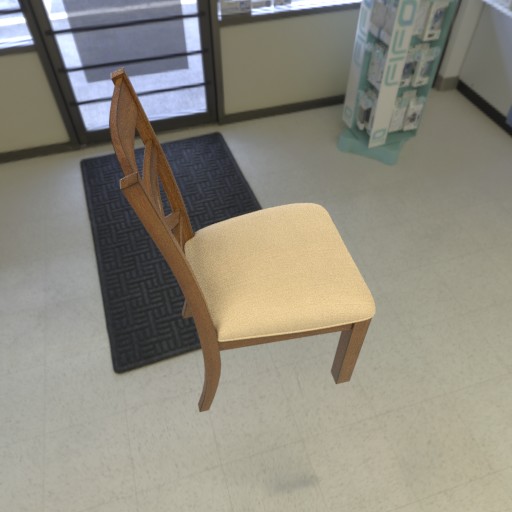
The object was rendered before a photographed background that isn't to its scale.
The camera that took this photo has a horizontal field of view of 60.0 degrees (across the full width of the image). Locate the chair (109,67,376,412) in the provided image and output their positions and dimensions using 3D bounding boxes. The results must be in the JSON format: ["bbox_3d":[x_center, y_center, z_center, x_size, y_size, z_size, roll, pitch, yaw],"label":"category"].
[{"bbox_3d":[0.000,0.000,1.240,0.581,0.949,0.461,-11,50,-9],"label":"chair"}]
